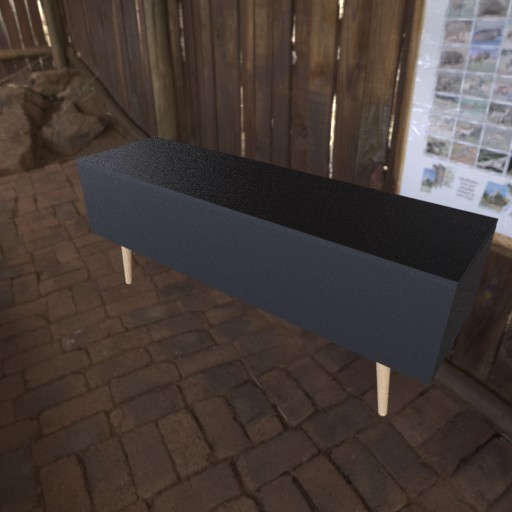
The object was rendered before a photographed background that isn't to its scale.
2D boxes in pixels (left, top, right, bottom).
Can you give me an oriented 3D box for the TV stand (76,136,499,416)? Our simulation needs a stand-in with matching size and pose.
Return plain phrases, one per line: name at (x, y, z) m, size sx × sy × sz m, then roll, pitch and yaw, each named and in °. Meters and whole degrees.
TV stand at (0.000, 0.000, 1.498) m, size 1.312 × 0.518 × 0.390 m, roll 21°, pitch 36°, yaw 31°
